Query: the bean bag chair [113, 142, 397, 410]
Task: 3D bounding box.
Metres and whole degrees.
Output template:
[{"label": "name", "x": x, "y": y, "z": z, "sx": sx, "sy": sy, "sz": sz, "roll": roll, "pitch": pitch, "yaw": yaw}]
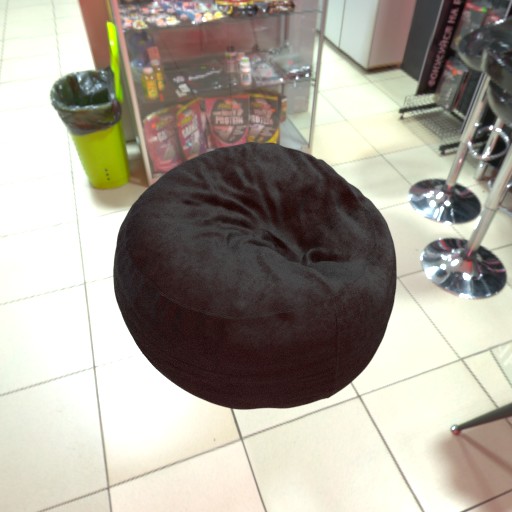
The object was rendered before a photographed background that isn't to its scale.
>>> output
[{"label": "bean bag chair", "x": 0.000, "y": 0.000, "z": 2.412, "sx": 1.525, "sy": 0.751, "sz": 1.525, "roll": 0, "pitch": 46, "yaw": 0}]
